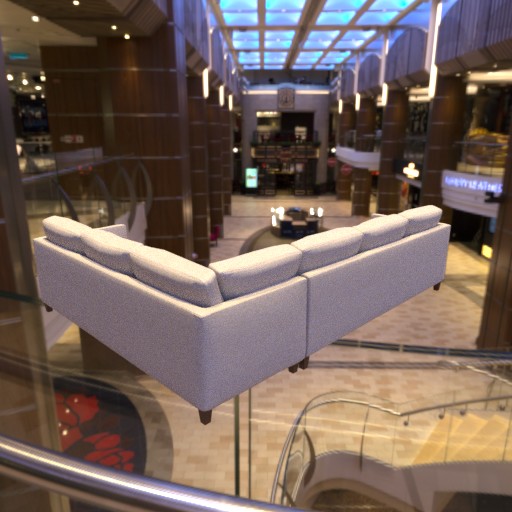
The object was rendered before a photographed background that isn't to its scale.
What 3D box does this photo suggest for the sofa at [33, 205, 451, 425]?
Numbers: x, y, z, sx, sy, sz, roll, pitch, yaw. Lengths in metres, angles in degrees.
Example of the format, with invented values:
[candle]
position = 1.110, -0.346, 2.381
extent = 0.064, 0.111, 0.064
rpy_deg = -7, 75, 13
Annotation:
[sofa]
position = 0.000, 0.000, 4.380
extent = 2.522, 0.934, 3.333
rpy_deg = 15, 22, 43
